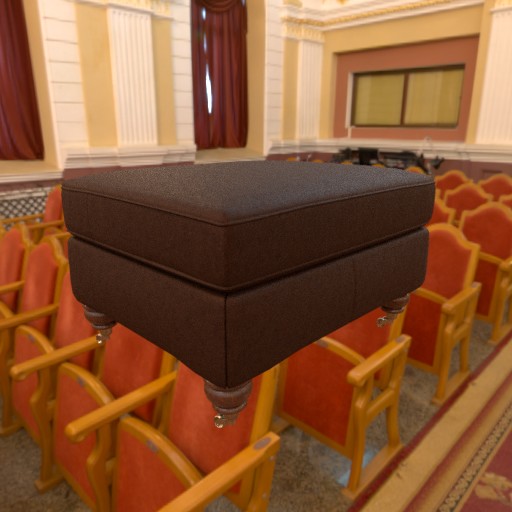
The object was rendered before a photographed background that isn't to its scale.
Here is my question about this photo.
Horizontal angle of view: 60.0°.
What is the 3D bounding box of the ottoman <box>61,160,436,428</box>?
[{"bbox_3d":[0.000,0.000,1.837,0.967,0.730,1.187,16,22,43],"label":"ottoman"}]
